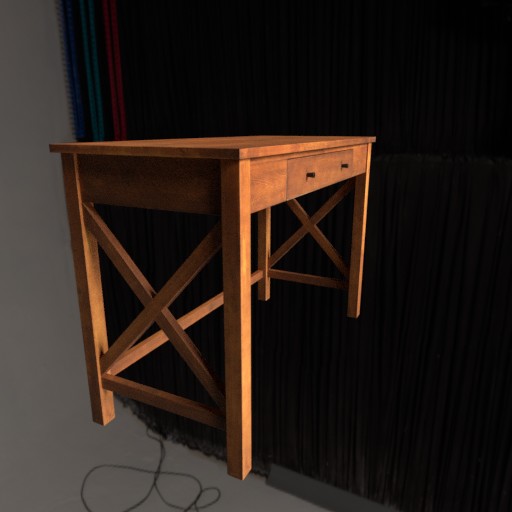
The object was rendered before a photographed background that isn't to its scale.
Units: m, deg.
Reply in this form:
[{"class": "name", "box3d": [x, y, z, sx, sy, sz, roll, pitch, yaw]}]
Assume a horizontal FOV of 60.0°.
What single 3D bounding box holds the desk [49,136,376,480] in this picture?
[{"class": "desk", "box3d": [0.000, 0.000, 1.499, 0.508, 0.762, 1.117, 8, 18, 26]}]
